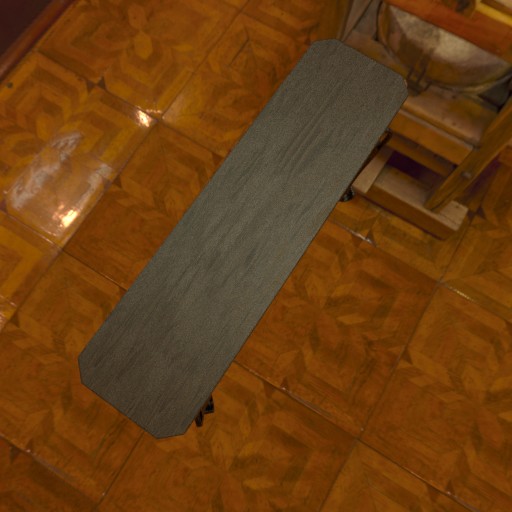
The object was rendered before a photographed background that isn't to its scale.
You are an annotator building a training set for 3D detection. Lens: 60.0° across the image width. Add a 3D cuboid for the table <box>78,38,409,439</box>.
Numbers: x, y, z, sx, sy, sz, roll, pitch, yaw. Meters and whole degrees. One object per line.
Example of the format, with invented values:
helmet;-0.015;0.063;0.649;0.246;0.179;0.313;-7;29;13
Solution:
table;0.000;0.000;1.456;0.329;0.800;1.112;33;78;8
